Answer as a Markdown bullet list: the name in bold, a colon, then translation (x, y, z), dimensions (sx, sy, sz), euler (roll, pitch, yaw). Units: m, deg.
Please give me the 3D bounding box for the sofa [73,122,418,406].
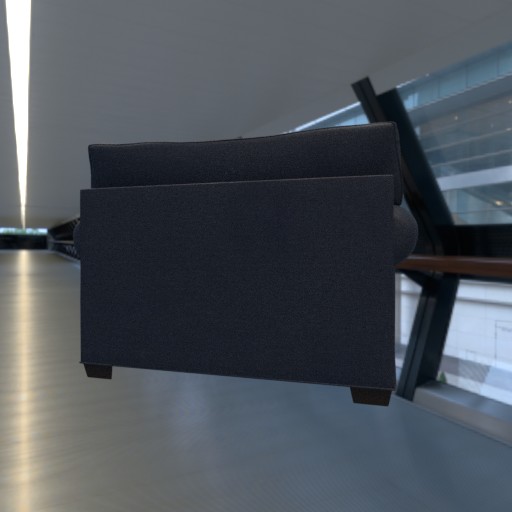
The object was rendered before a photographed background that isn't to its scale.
- **sofa**: translation (0.000, 0.000, 2.086), dimensions (1.405, 1.004, 0.938), euler (0, 1, 17)
